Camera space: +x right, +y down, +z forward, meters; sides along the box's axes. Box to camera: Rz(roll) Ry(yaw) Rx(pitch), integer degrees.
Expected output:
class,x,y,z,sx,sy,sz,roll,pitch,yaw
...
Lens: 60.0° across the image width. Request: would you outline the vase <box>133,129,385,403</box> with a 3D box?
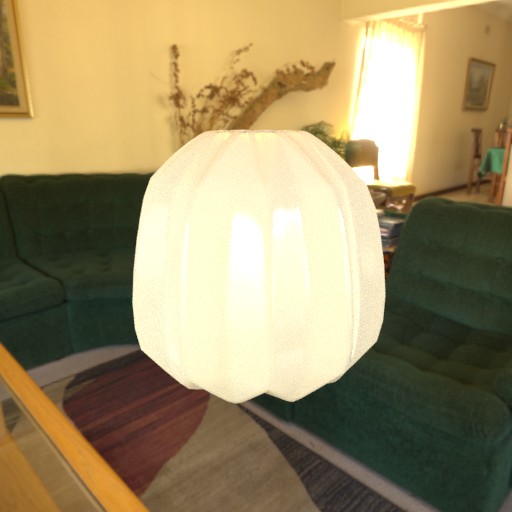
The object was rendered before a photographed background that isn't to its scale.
class,x,y,z,sx,sy,sz,roll,pitch,yaw
vase,0.000,0.000,0.246,0.139,0.134,0.139,0,17,0
